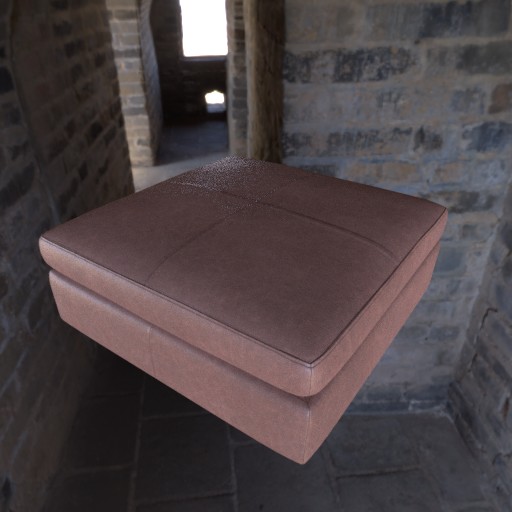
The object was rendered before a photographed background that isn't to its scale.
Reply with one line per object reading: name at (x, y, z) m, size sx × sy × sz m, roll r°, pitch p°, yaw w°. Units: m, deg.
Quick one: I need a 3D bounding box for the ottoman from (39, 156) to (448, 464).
ottoman at (0.000, 0.000, 1.773) m, size 1.168 × 0.490 × 1.168 m, roll 20°, pitch 36°, yaw 30°
